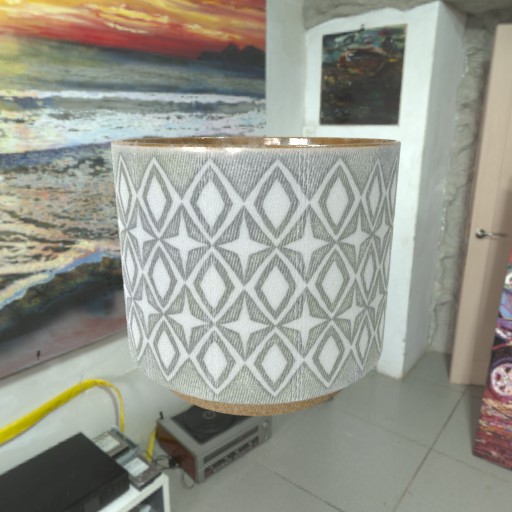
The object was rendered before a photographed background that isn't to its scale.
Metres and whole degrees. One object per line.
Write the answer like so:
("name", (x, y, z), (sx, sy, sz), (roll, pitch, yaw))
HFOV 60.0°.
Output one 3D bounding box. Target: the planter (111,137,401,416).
("planter", (0.000, 0.000, 0.439), (0.255, 0.223, 0.255), (0, 16, 0))
